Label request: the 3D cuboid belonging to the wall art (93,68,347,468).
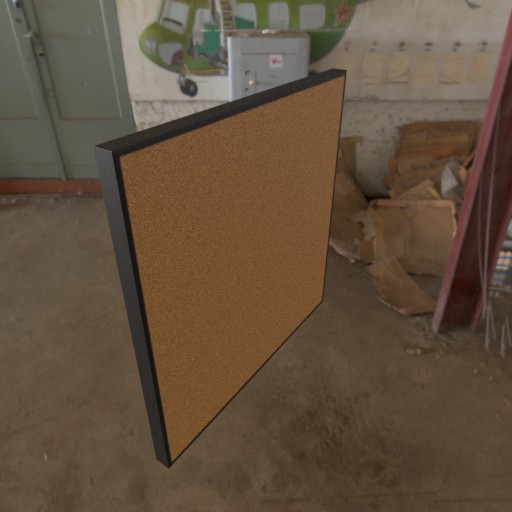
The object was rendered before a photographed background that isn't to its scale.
[{"bbox_3d":[0.000,0.000,0.738,0.028,0.511,0.513,21,38,29],"label":"wall art"}]
